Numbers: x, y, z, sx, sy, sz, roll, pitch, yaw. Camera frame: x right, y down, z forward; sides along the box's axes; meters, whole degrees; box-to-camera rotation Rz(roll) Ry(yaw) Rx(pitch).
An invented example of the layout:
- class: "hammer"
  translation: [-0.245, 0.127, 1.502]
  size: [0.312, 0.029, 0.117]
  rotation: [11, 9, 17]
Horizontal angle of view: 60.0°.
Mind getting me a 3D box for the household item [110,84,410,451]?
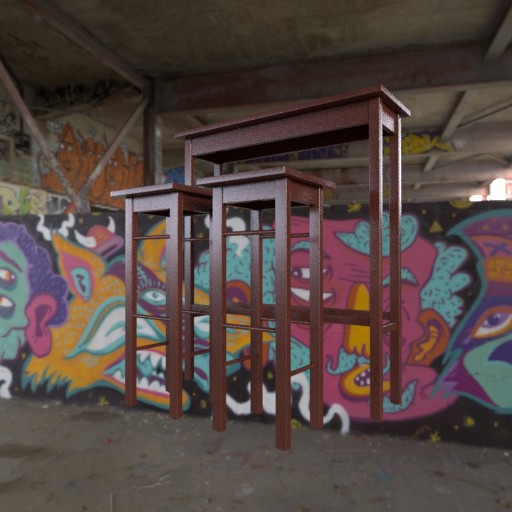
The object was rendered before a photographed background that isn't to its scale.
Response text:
- class: "household item"
  translation: [0.000, 0.000, 1.613]
  size: [0.914, 1.067, 0.676]
  rotation: [-1, -1, 35]
